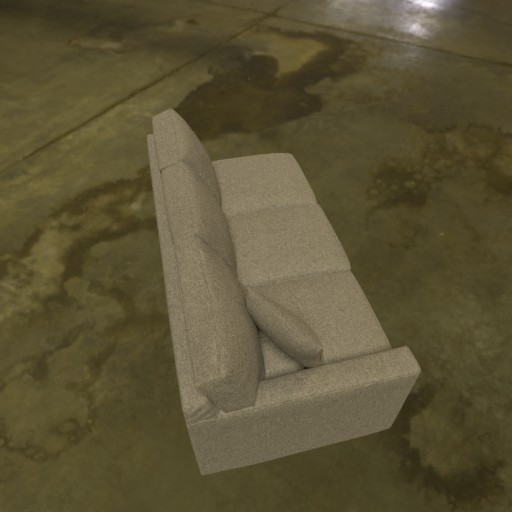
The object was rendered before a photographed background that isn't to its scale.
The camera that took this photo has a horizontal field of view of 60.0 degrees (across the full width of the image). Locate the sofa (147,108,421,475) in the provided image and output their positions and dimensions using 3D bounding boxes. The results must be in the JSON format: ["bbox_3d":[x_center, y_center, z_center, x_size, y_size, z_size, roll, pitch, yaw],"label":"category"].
[{"bbox_3d":[0.000,0.000,2.562,1.034,0.946,1.963,-10,47,-9],"label":"sofa"}]
